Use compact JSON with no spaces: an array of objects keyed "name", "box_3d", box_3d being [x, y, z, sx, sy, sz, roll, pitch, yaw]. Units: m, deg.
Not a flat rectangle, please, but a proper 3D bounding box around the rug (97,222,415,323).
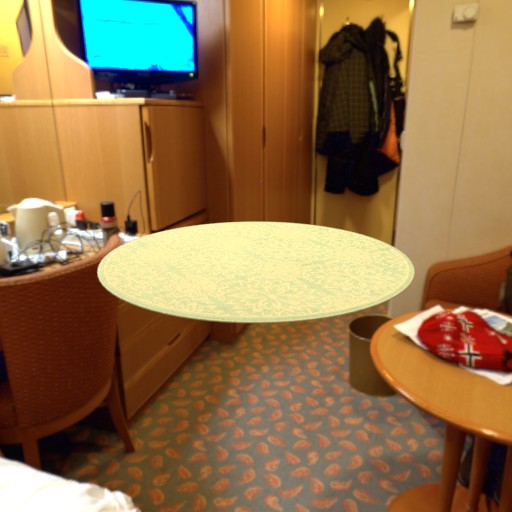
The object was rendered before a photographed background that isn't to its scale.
[{"name":"rug","box_3d":[0.000,0.000,2.350,1.593,0.012,1.593,0,17,0]}]
